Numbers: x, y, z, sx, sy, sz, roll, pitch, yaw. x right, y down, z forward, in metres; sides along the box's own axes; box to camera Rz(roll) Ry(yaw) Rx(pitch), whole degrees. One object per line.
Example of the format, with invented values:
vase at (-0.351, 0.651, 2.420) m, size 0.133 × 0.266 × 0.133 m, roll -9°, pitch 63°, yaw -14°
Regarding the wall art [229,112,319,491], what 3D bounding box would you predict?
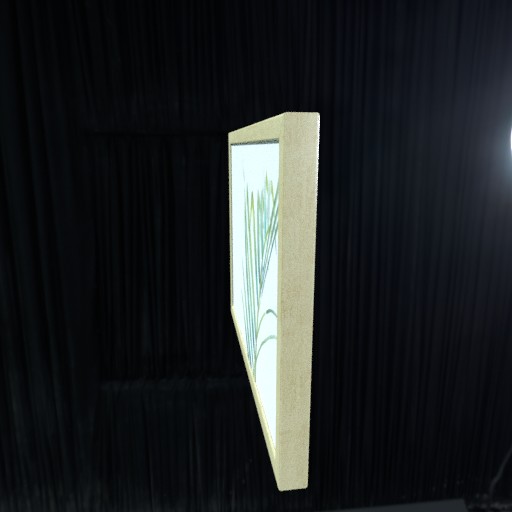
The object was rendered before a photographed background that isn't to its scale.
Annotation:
wall art at (0.000, 0.000, 0.680) m, size 0.032 × 0.381 × 0.533 m, roll -2°, pitch 14°, yaw -8°
